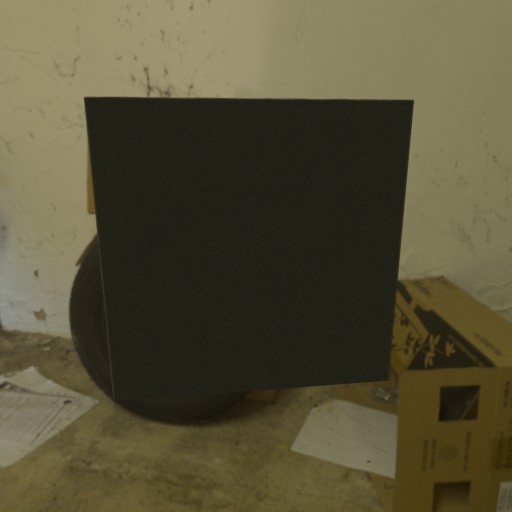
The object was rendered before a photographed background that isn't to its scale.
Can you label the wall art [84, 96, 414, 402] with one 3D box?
[{"bbox_3d":[0.000,0.000,0.452,0.304,0.303,0.015,-2,16,-8],"label":"wall art"}]
